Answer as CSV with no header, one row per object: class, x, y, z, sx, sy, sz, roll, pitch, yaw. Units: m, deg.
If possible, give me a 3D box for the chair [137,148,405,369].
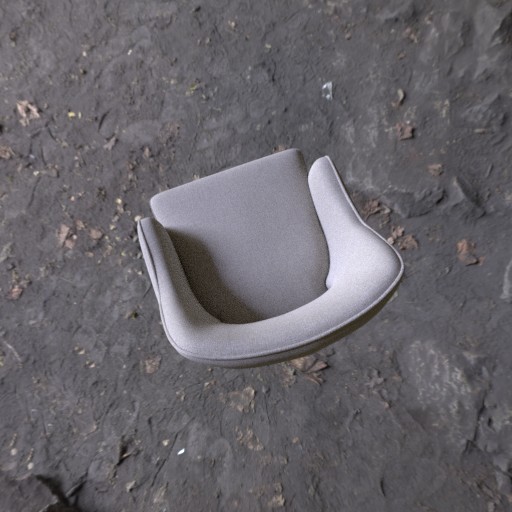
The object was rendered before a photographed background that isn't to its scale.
chair,0.000,0.000,1.234,0.560,0.840,0.580,-20,78,-4
